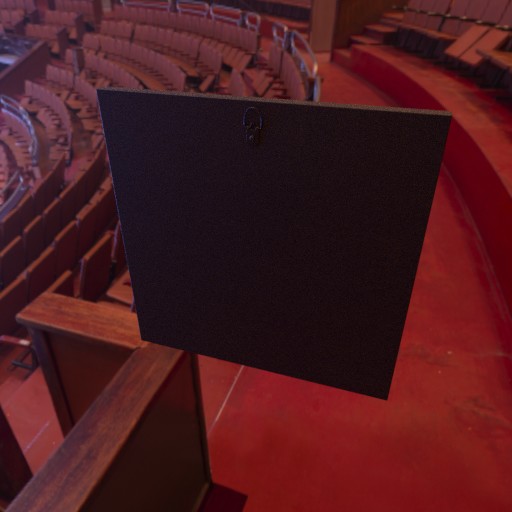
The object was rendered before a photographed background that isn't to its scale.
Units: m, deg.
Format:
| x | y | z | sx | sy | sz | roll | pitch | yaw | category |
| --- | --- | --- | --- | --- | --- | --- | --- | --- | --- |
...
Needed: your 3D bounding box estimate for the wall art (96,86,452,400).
| x | y | z | sx | sy | sz | roll | pitch | yaw | category |
| --- | --- | --- | --- | --- | --- | --- | --- | --- | --- |
| 0.000 | 0.000 | 1.183 | 0.805 | 0.807 | 0.043 | 10 | 33 | 16 | wall art |
